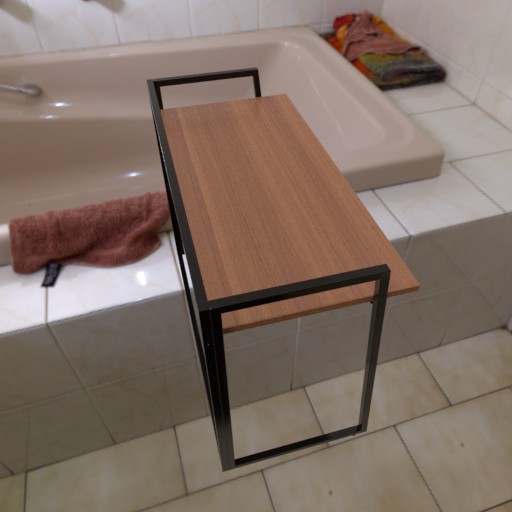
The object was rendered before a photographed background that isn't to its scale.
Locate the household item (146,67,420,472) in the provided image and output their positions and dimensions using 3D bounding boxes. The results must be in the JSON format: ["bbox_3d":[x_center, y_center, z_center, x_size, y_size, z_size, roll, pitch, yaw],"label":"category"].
[{"bbox_3d":[0.000,0.000,1.541,0.510,0.860,1.050,-11,46,-11],"label":"household item"}]
